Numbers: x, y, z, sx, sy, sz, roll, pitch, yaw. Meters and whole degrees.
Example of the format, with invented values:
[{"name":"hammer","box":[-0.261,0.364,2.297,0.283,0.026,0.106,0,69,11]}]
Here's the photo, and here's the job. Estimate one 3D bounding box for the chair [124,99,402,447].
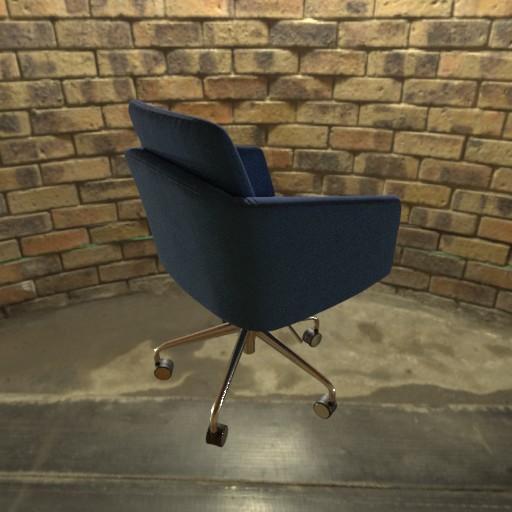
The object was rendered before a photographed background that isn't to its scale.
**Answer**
[{"name":"chair","box":[0.000,0.000,1.341,0.635,0.908,0.641,-18,32,-32]}]
